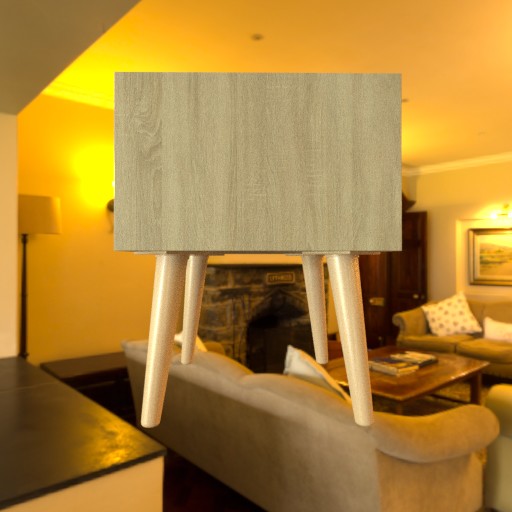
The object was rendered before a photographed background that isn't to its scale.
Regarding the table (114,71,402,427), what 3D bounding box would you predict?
[{"bbox_3d":[0.000,0.000,0.794,0.370,0.470,0.450,0,0,-1],"label":"table"}]
